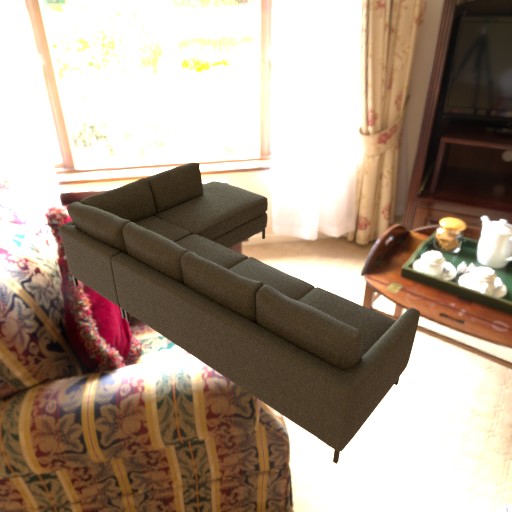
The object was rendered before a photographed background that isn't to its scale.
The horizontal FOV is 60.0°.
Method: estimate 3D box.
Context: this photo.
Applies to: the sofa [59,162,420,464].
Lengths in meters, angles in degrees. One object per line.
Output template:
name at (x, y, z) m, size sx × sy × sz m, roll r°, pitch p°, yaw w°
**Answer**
sofa at (0.000, 0.000, 3.809) m, size 2.972 × 0.858 × 1.984 m, roll 23°, pitch 37°, yaw 34°
